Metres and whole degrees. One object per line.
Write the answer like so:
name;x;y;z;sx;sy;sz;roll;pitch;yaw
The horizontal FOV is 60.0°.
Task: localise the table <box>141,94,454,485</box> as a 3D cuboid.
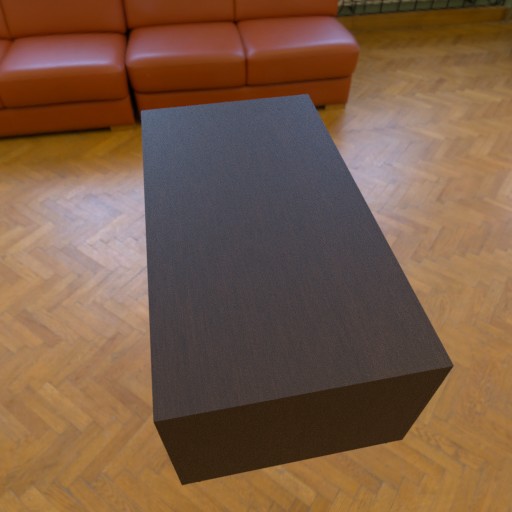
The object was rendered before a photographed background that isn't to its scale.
table;0.000;0.000;1.369;0.597;0.424;1.099;-8;49;-7
